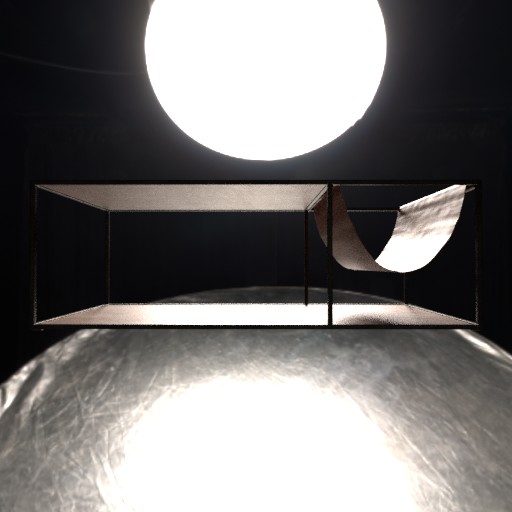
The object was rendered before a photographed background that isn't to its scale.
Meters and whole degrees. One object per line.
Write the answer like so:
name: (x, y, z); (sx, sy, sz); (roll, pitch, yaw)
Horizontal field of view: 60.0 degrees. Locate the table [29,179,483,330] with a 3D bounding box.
table: (0.000, 0.000, 1.472); (1.199, 0.403, 0.597); (0, -1, 0)
